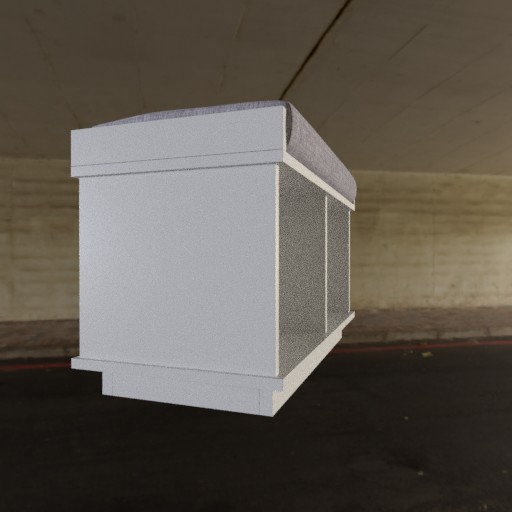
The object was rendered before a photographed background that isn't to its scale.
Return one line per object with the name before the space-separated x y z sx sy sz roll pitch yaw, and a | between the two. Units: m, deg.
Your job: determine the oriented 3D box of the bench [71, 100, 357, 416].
bench | 0.000 0.000 0.990 0.362 0.461 0.734 0 0 20
